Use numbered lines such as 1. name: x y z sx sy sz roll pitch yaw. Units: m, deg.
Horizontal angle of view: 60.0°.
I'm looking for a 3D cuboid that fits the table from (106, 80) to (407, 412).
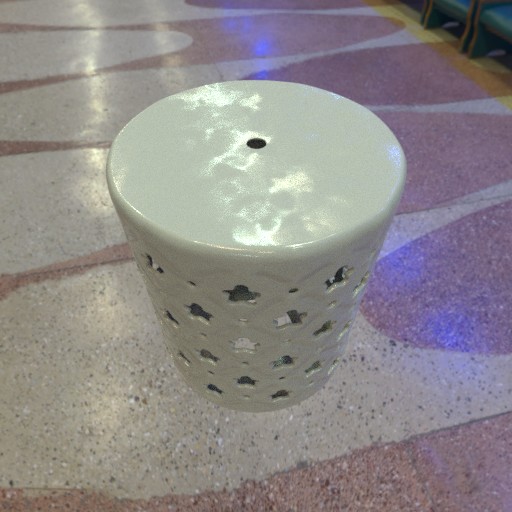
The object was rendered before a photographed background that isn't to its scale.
1. table: 0.000 0.000 0.660 0.352 0.387 0.352 0 47 0
